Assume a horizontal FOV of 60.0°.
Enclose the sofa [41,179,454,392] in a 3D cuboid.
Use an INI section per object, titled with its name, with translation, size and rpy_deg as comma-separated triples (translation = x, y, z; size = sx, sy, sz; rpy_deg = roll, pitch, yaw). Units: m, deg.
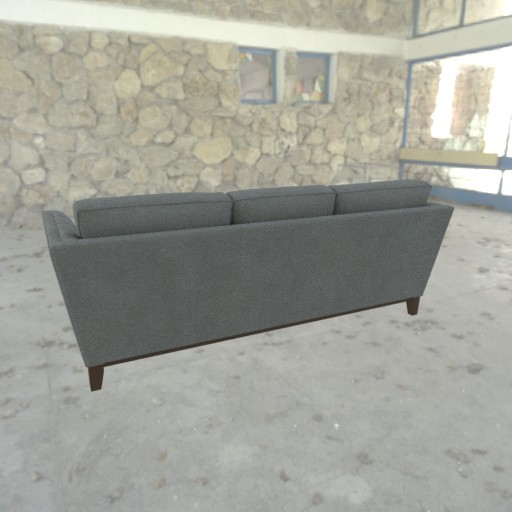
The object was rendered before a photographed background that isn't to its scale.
[sofa]
translation = 0.000, 0.000, 2.828
size = 2.387, 0.940, 0.965
rpy_deg = -8, 17, -26
